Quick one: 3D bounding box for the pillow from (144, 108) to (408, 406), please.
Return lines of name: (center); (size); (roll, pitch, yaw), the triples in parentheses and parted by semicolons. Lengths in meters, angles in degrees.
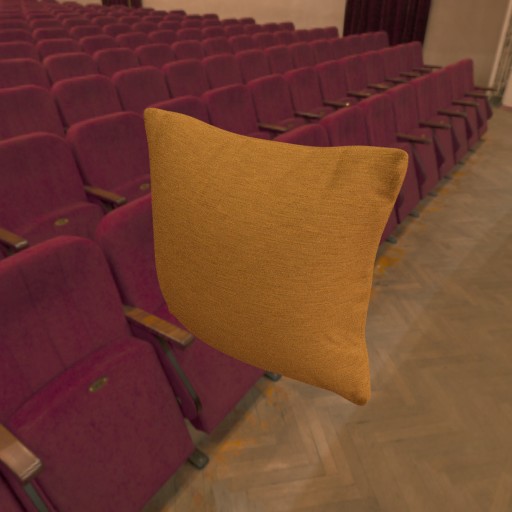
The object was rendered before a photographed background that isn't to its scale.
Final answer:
pillow: (0.000, 0.000, 0.714); (0.435, 0.417, 0.247); (19, 35, 30)
